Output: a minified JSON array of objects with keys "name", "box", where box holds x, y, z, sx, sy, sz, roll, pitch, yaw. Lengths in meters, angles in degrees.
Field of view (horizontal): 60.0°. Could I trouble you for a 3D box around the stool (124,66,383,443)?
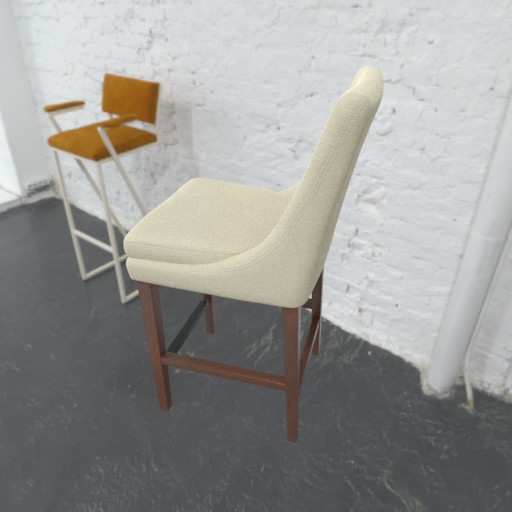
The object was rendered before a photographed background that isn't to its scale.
[{"name":"stool","box":[0.000,0.000,1.269,0.577,0.981,0.470,9,31,14]}]
